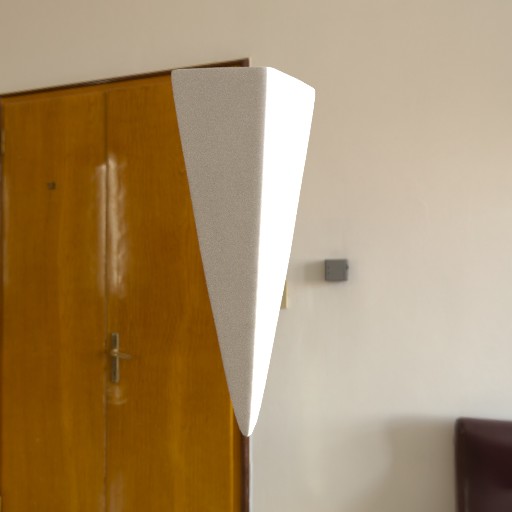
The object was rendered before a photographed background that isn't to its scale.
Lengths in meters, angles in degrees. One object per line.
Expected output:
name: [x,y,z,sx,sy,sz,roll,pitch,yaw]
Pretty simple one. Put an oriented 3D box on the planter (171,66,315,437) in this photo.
planter: [0.000,0.000,0.394,0.143,0.338,0.065,0,-1,-18]
